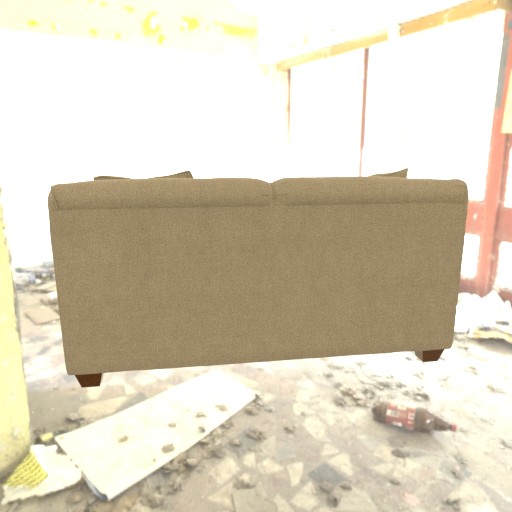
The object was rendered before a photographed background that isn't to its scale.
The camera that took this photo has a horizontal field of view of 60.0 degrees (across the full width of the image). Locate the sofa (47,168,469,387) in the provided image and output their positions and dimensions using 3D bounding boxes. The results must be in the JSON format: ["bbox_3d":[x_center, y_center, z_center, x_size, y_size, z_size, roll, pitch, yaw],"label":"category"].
[{"bbox_3d":[0.000,0.000,2.440,1.846,0.958,0.998,-2,14,-8],"label":"sofa"}]
